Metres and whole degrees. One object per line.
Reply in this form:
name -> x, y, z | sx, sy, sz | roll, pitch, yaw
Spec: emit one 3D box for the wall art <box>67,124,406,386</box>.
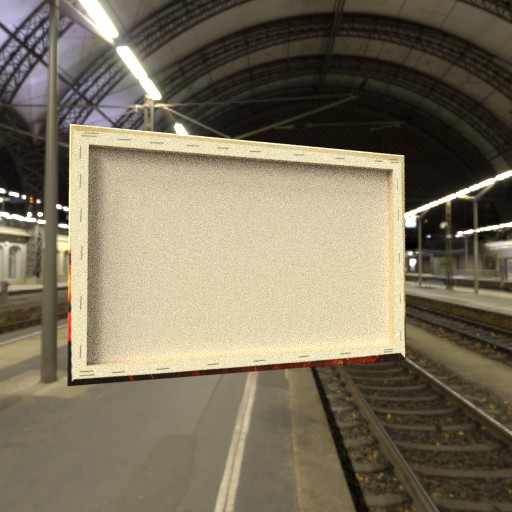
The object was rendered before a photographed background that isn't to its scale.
wall art -> 0.000, 0.000, 1.178 | 0.918, 0.602, 0.038 | 0, -1, -19
